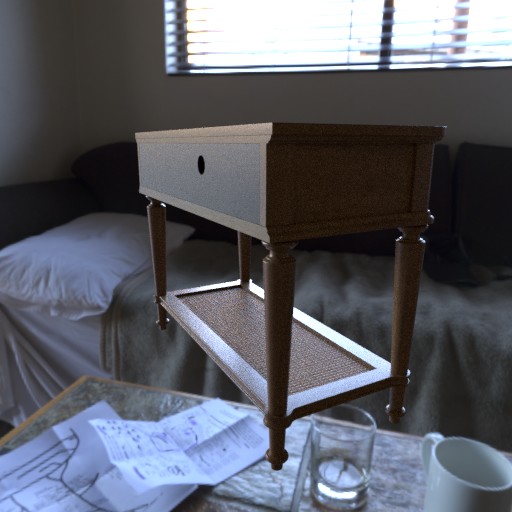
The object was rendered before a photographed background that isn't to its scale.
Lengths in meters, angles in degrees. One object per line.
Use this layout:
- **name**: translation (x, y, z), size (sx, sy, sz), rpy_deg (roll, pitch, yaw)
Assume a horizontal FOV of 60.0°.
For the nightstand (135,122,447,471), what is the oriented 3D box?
- **nightstand**: translation (0.000, 0.000, 1.286), size (0.432, 0.700, 0.914), rpy_deg (-8, 16, -27)
